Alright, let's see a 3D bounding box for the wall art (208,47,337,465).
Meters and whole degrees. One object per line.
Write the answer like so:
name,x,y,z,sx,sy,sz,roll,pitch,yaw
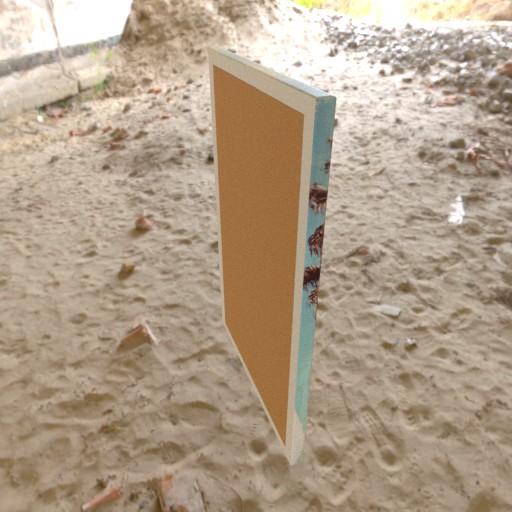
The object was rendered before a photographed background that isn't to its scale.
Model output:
wall art,0.000,0.000,1.144,0.037,0.915,0.605,-11,34,-17
